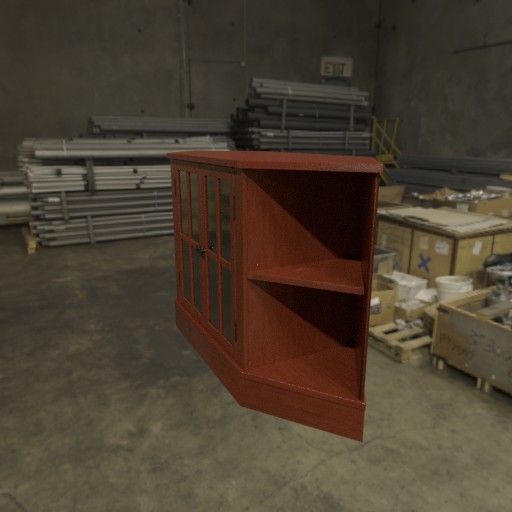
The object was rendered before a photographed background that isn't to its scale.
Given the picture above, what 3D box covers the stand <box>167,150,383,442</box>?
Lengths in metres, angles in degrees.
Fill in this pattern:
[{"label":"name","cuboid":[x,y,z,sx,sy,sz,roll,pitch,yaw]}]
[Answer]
[{"label":"stand","cuboid":[0.000,0.000,1.377,0.381,0.614,1.072,-7,17,-26]}]
